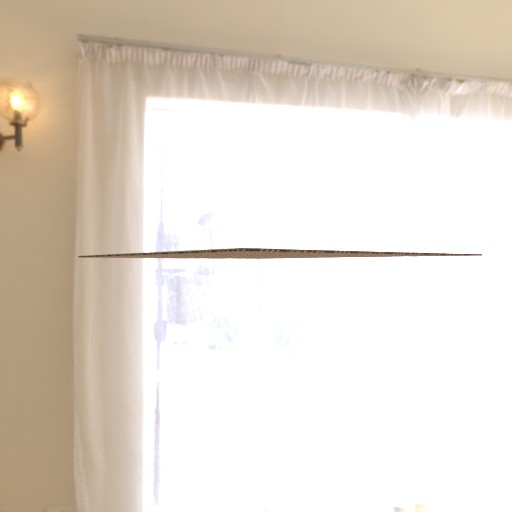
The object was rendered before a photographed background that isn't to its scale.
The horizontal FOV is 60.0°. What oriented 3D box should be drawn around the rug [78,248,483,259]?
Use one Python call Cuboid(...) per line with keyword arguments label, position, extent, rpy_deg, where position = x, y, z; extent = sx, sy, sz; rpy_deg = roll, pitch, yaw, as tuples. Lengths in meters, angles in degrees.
Cuboid(label="rug", position=(0.000, 0.000, 3.941), extent=(2.306, 0.017, 2.902), rpy_deg=(1, -1, -36))
